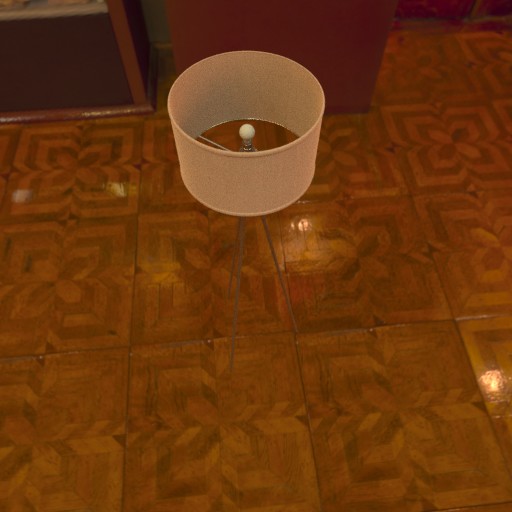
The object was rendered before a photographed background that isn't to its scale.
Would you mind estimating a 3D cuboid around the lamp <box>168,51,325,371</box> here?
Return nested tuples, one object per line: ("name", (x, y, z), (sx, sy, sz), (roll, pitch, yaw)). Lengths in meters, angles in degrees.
("lamp", (0.000, 0.000, 1.805), (0.460, 1.545, 0.449), (-3, 58, -2))
